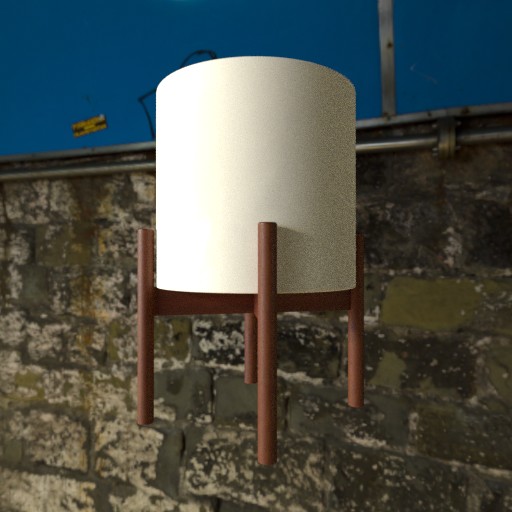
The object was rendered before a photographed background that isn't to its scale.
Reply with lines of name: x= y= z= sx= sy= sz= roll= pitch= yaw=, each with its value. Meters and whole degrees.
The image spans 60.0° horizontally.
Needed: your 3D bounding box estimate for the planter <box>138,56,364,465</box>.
planter: x=0.000 y=0.000 z=0.951 sx=0.417 sy=0.670 sz=0.417 roll=0 pitch=0 yaw=36
